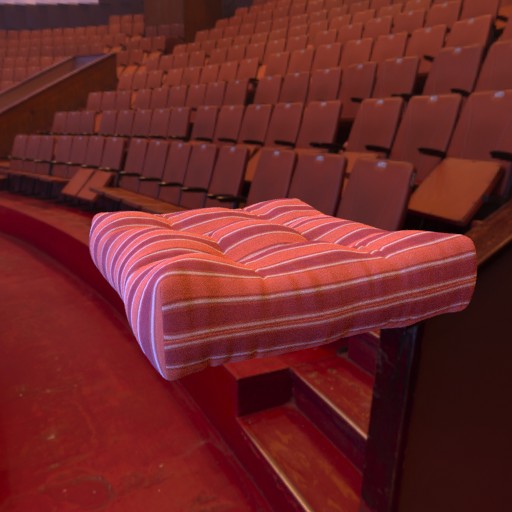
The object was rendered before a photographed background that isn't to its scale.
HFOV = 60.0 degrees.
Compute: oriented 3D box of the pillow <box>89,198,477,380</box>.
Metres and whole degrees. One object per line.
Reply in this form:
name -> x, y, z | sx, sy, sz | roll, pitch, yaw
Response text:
pillow -> 0.000, 0.000, 0.720 | 0.468, 0.133, 0.490 | -7, 17, -25
